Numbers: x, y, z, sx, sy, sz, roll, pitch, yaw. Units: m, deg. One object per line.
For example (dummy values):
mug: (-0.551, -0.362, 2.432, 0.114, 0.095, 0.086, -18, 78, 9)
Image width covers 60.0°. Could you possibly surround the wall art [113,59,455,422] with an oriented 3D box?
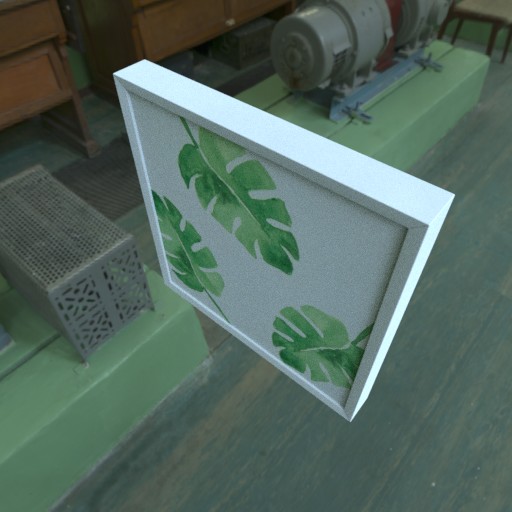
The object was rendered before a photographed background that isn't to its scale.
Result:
wall art: (0.000, 0.000, 0.456, 0.305, 0.305, 0.038, 32, 55, 25)
